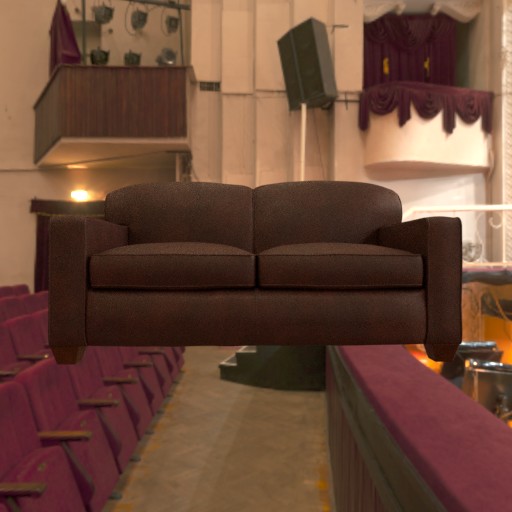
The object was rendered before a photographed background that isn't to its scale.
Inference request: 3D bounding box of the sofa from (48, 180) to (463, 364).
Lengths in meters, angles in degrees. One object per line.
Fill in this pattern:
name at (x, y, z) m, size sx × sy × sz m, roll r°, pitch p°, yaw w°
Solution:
sofa at (0.000, 0.000, 2.408) m, size 1.856 × 0.966 × 1.000 m, roll 0°, pitch -1°, yaw -2°
